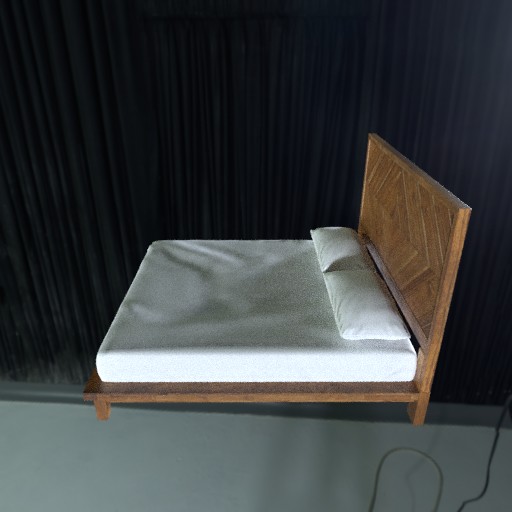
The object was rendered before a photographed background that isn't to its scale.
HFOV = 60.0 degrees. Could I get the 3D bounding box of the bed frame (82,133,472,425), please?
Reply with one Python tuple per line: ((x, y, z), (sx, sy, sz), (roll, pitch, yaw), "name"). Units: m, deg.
((0.000, 0.000, 3.548), (2.235, 1.537, 2.038), (0, 26, 0), "bed frame")
